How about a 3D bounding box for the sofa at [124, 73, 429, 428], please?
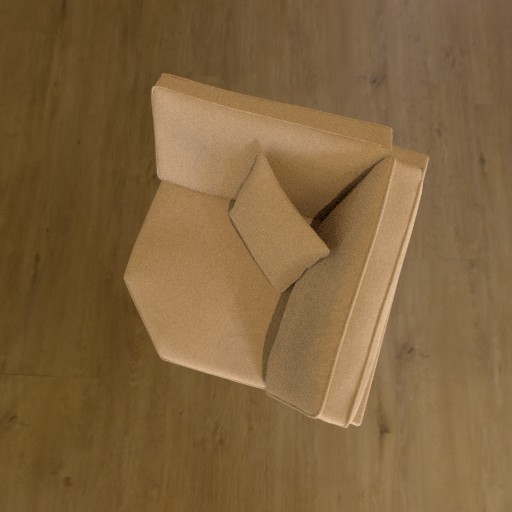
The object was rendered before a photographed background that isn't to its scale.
[{"bbox_3d":[0.000,0.000,1.868,1.050,0.937,1.042,18,77,4],"label":"sofa"}]
